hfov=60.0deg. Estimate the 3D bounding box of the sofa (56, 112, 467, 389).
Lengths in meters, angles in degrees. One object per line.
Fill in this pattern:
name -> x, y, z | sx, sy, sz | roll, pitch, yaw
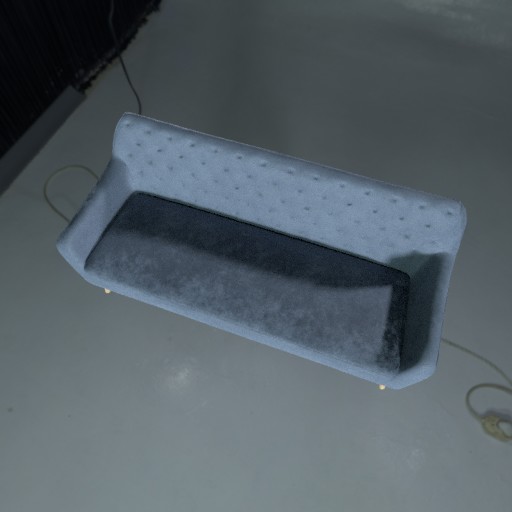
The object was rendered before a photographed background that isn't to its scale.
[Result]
sofa -> 0.000, 0.000, 2.428 | 1.975, 0.832, 0.841 | 17, 61, 10
